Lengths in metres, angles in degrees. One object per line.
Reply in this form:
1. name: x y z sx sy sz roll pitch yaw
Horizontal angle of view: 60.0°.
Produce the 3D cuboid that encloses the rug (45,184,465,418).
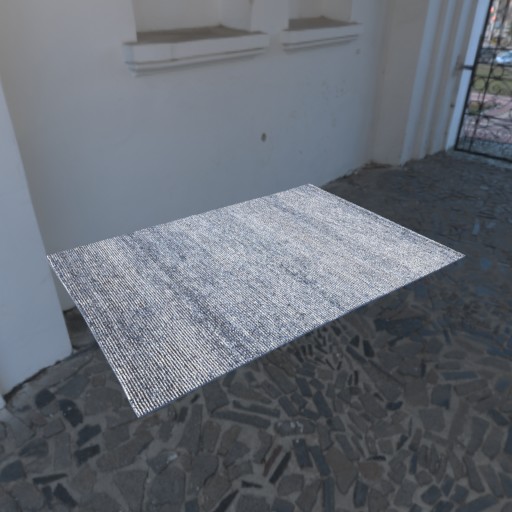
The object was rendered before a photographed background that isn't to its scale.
1. rug: 0.000 0.000 2.996 2.349 0.030 1.624 -19 36 -29
